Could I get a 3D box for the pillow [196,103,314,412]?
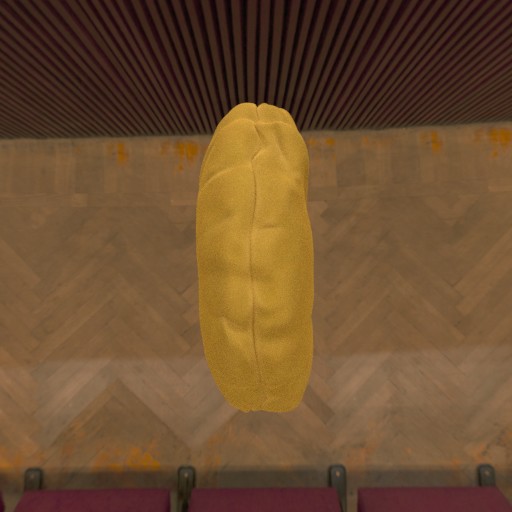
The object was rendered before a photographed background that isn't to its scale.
[{"bbox_3d":[0.000,0.000,0.631,0.148,0.407,0.428,0,91,0],"label":"pillow"}]
